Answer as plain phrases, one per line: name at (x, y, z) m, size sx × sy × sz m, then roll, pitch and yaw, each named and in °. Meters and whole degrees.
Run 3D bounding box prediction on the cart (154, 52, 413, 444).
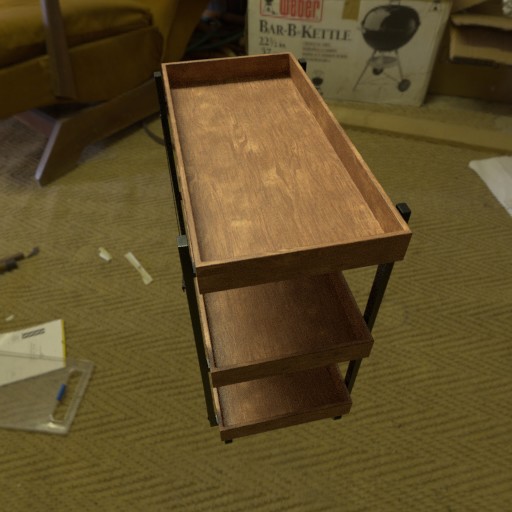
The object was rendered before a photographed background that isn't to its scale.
cart at (0.000, 0.000, 1.245) m, size 0.411 × 0.800 × 0.750 m, roll -9°, pitch 47°, yaw -8°
